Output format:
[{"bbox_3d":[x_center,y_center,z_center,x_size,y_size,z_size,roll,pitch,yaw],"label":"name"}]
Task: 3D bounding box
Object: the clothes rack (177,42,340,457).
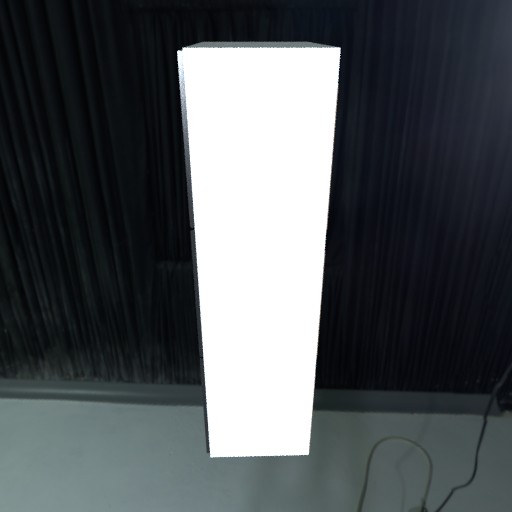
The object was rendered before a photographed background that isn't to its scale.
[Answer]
[{"bbox_3d":[0.000,0.000,1.377,0.330,1.187,0.500,-1,27,-1],"label":"clothes rack"}]
